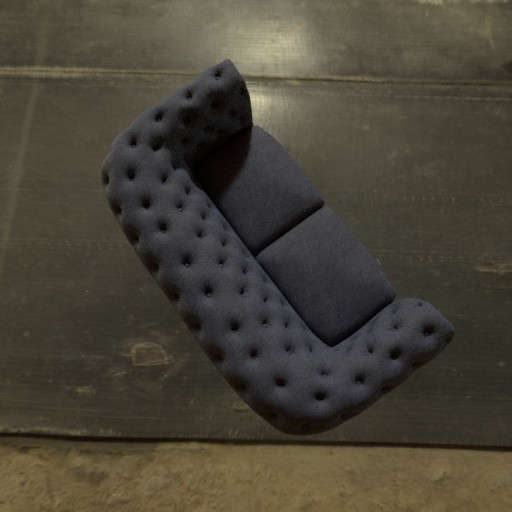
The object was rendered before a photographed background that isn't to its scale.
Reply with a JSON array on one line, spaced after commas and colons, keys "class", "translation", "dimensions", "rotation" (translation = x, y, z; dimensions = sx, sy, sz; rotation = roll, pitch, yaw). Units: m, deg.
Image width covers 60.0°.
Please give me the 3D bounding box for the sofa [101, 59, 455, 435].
[{"class": "sofa", "translation": [0.000, 0.000, 2.598], "dimensions": [1.082, 0.833, 1.988], "rotation": [-36, 79, -8]}]
